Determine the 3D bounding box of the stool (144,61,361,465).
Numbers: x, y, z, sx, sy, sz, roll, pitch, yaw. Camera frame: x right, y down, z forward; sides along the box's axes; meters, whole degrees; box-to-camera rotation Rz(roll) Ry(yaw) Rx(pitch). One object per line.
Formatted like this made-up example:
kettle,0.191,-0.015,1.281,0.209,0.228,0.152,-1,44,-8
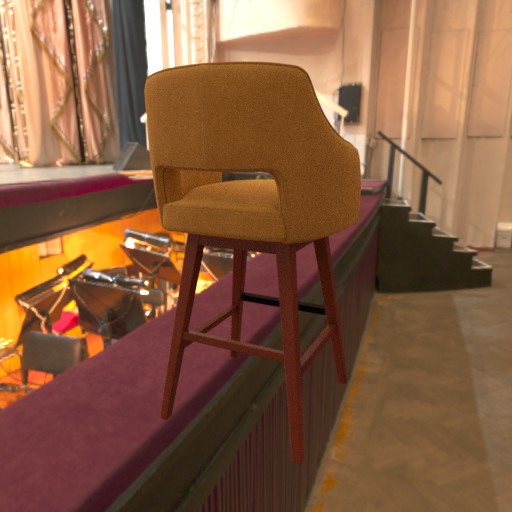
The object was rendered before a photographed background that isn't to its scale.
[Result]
stool,0.000,0.000,1.341,0.548,1.012,0.558,7,17,25
